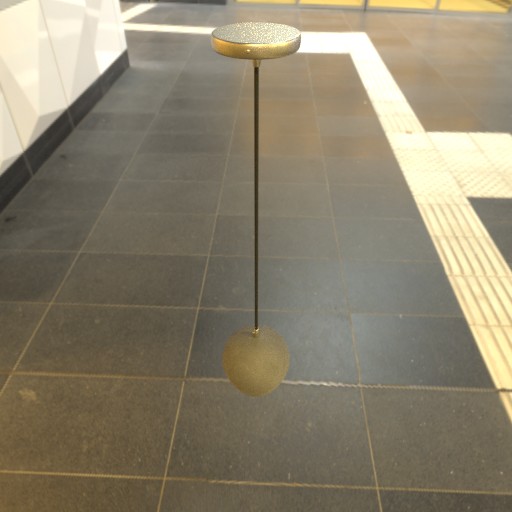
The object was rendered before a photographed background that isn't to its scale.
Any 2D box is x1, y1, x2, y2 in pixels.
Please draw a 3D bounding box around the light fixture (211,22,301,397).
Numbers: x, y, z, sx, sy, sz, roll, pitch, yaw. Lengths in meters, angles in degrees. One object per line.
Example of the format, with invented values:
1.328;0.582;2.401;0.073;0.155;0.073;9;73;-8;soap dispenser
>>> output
0.000;0.000;0.824;0.153;0.760;0.153;-11;40;-13;light fixture
